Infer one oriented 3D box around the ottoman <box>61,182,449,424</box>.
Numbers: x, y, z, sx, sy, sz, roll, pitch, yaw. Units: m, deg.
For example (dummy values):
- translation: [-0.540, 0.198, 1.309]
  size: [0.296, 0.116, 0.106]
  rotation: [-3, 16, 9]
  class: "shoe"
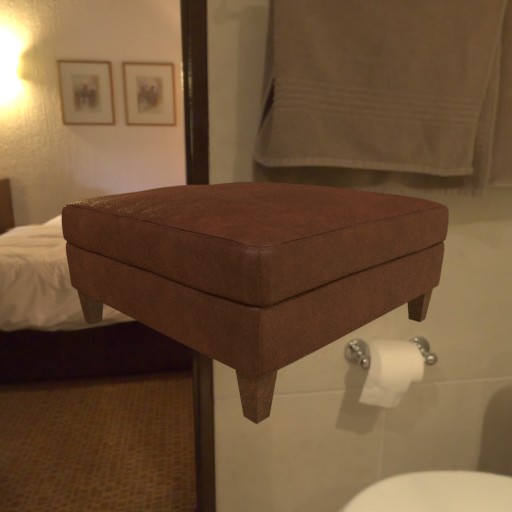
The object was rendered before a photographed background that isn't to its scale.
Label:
- translation: [0.000, 0.000, 1.334]
  size: [0.836, 0.415, 0.844]
  rotation: [13, 19, 43]
  class: "ottoman"
